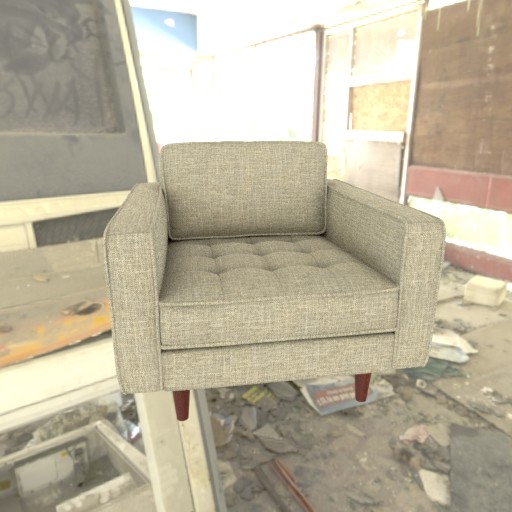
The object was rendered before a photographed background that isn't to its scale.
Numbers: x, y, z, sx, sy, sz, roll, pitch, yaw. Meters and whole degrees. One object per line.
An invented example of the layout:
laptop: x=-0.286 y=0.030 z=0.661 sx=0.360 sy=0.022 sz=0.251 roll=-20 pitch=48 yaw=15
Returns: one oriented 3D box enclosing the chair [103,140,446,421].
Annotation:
chair: x=0.000 y=0.000 z=1.554 sx=0.889 sy=0.765 sz=0.914 roll=-3 pitch=17 yaw=-9
